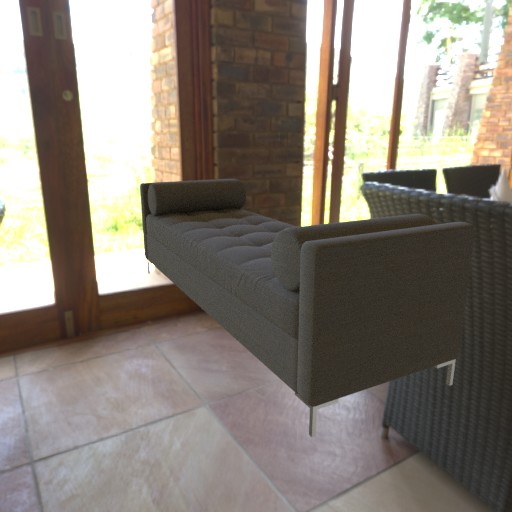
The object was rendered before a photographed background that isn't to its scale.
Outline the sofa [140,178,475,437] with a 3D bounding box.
[{"bbox_3d":[0.000,0.000,2.298,0.686,0.635,1.981,-8,17,-27],"label":"sofa"}]
